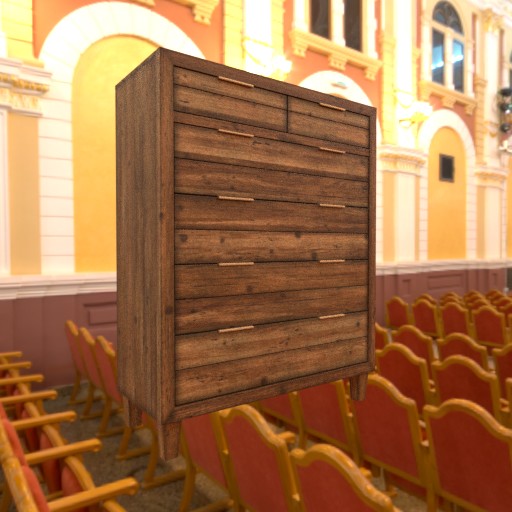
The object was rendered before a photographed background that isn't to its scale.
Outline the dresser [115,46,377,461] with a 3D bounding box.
[{"bbox_3d":[0.000,0.000,1.913,1.067,1.359,0.438,-1,2,-36],"label":"dresser"}]
